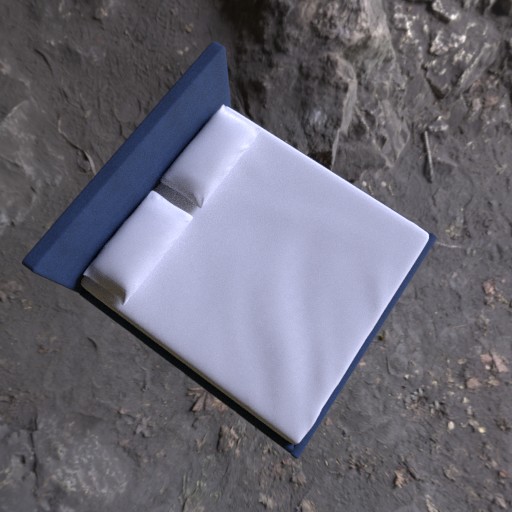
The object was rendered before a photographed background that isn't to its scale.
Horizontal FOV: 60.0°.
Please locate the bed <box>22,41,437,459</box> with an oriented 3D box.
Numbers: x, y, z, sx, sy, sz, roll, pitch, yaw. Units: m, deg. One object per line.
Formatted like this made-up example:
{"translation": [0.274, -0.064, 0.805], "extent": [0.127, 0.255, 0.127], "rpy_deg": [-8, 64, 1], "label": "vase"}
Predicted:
{"translation": [0.000, 0.000, 3.451], "extent": [2.232, 1.231, 2.096], "rpy_deg": [34, 78, 8], "label": "bed"}
